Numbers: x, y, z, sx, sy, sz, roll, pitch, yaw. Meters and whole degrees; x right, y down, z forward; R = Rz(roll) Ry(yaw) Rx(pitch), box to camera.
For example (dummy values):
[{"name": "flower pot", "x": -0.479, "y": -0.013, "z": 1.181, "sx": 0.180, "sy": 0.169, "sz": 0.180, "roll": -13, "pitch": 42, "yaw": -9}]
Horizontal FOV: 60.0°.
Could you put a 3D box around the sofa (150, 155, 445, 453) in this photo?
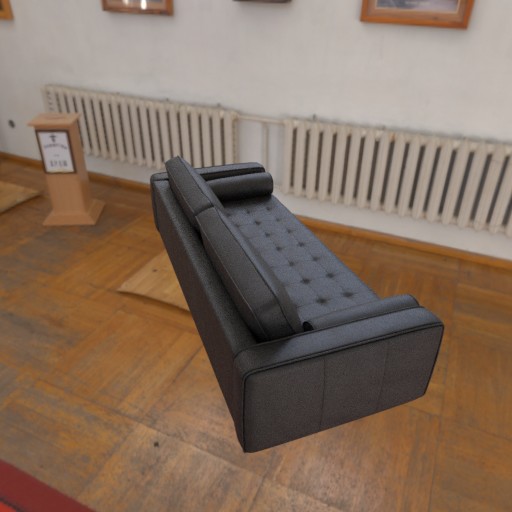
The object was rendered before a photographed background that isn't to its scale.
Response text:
[{"name": "sofa", "x": 0.000, "y": 0.000, "z": 2.654, "sx": 0.914, "sy": 0.762, "sz": 2.210, "roll": -11, "pitch": 32, "yaw": -17}]
